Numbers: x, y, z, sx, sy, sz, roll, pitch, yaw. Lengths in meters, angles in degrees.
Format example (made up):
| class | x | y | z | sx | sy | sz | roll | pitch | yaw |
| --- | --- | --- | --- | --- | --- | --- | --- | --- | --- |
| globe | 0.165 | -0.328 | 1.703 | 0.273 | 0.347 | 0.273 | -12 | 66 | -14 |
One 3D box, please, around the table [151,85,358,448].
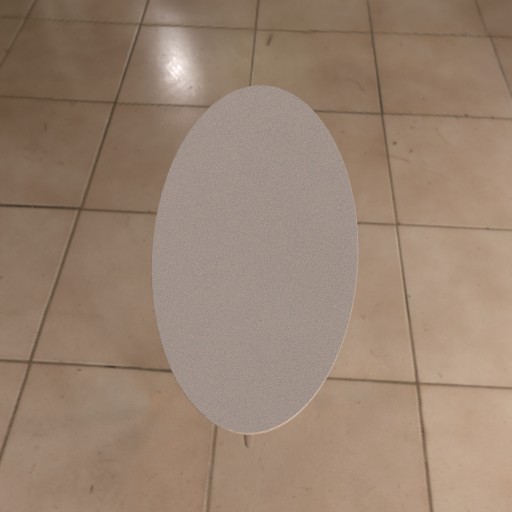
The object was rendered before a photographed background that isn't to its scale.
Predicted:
| class | x | y | z | sx | sy | sz | roll | pitch | yaw |
| --- | --- | --- | --- | --- | --- | --- | --- | --- | --- |
| table | 0.000 | 0.000 | 1.362 | 0.542 | 0.390 | 1.083 | 2 | 60 | 1 |
